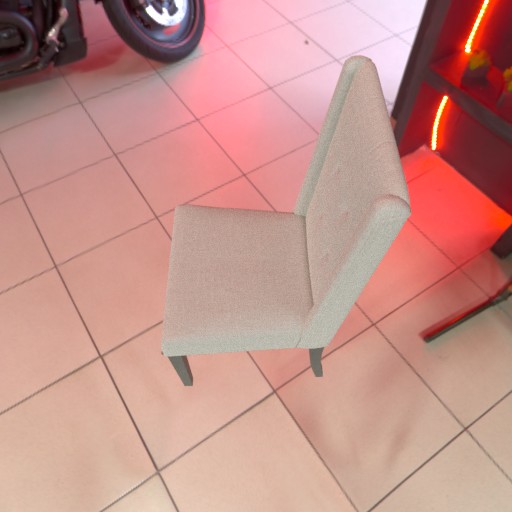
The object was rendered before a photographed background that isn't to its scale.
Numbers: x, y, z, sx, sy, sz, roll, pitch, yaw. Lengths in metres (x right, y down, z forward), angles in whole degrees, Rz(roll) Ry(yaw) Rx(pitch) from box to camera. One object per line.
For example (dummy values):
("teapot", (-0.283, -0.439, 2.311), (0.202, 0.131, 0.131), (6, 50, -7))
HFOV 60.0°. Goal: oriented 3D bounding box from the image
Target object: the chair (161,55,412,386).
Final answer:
("chair", (0.000, 0.000, 1.245), (0.523, 0.961, 0.474), (-1, 57, 0))
